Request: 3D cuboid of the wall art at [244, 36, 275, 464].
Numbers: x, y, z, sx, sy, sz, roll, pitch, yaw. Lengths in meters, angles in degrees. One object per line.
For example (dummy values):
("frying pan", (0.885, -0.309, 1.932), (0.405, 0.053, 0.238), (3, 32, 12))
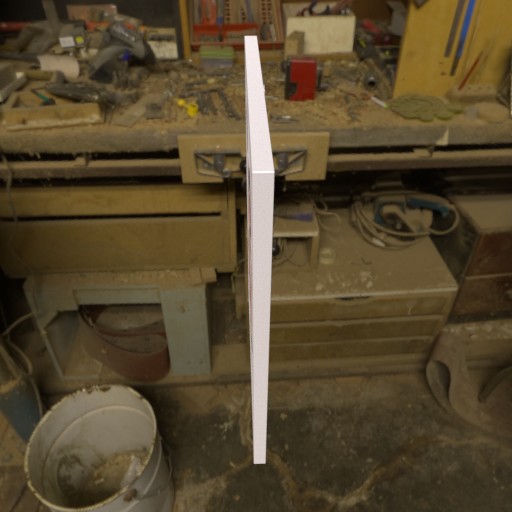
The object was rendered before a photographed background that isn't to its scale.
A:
("wall art", (0.000, 0.000, 1.374), (0.042, 1.056, 0.805), (-1, 41, -2))
